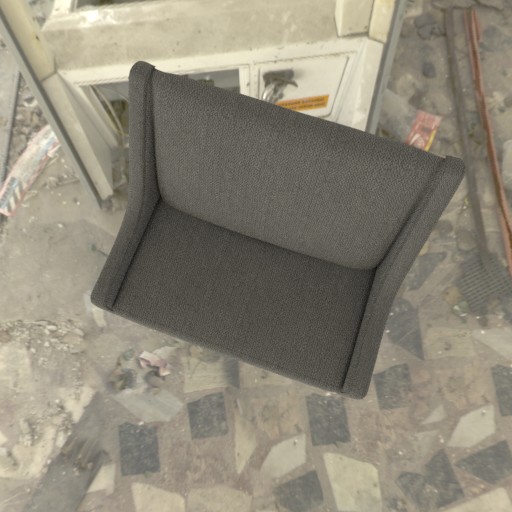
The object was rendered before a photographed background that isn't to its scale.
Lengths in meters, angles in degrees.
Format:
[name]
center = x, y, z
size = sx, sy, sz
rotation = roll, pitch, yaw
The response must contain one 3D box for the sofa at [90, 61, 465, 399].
[sofa]
center = 0.000, 0.000, 1.913
size = 1.242, 1.022, 0.873
rotation = 19, 76, 5
